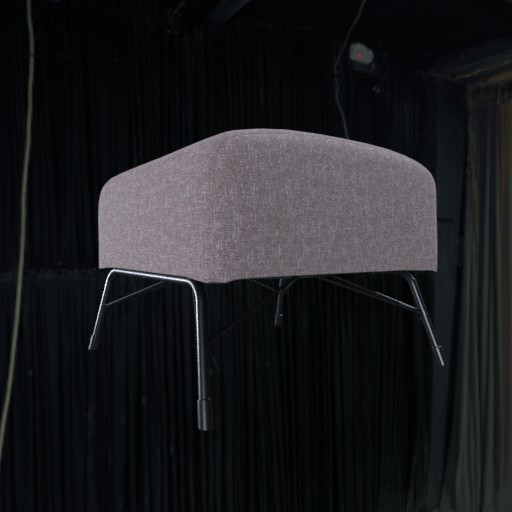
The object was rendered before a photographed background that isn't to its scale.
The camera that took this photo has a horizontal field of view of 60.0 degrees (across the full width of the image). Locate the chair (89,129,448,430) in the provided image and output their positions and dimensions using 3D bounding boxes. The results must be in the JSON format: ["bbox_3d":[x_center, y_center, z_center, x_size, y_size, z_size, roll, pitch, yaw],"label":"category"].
[{"bbox_3d":[0.000,0.000,0.903,0.530,0.410,0.530,-1,2,-35],"label":"chair"}]
